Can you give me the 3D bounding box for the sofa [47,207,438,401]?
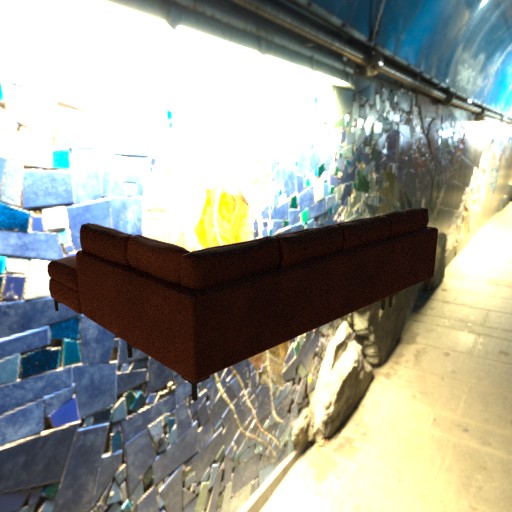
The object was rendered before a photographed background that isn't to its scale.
[{"bbox_3d":[0.000,0.000,3.698,2.736,0.757,1.879,-13,19,-43],"label":"sofa"}]
